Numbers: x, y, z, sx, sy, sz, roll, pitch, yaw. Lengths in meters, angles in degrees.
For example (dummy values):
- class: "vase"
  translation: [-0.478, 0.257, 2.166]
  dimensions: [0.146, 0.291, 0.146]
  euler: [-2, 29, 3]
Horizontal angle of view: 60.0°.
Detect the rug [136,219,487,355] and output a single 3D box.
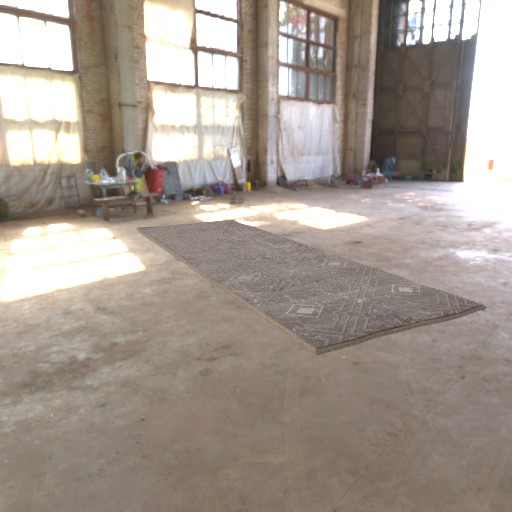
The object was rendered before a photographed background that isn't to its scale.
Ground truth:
- class: "rug"
  translation: [0.000, 0.000, 2.597]
  dimensions: [0.832, 0.035, 2.381]
  euler: [-7, 16, -27]
